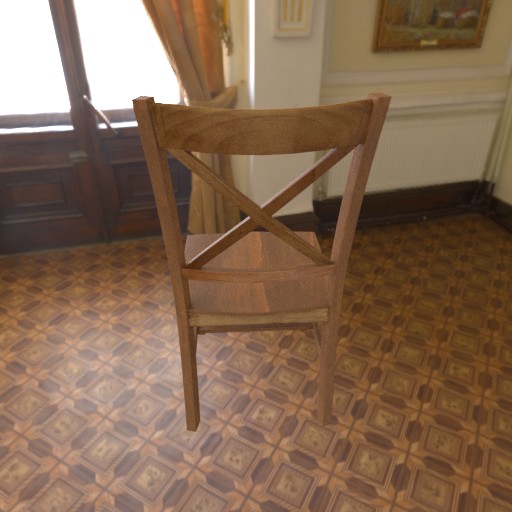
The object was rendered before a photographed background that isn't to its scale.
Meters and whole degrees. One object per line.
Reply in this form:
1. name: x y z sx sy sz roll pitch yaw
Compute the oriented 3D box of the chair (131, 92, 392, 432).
1. chair: 0.000 0.000 1.287 0.485 0.983 0.542 -2 31 -3
